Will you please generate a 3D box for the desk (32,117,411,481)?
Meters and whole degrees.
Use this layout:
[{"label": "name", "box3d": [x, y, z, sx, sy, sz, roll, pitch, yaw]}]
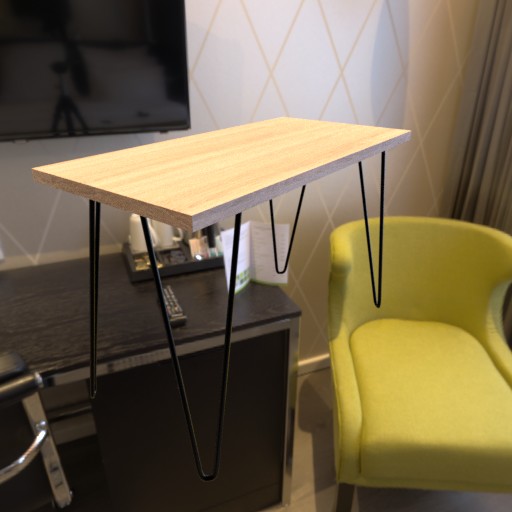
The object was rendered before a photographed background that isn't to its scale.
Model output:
[{"label": "desk", "box3d": [0.000, 0.000, 1.345, 0.499, 0.660, 0.991, 18, 31, 33]}]
